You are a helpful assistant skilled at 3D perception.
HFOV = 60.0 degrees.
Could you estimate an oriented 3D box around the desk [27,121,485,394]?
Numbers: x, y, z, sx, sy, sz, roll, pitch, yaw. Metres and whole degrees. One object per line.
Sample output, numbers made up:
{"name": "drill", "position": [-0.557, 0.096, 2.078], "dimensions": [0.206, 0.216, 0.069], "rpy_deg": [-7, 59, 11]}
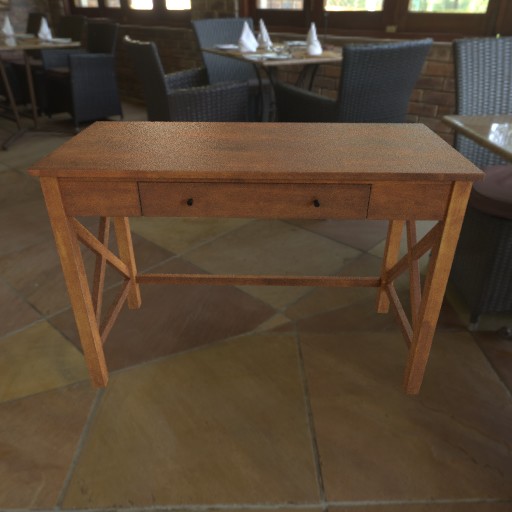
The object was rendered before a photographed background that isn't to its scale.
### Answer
{"name": "desk", "position": [0.000, 0.000, 1.485], "dimensions": [1.117, 0.762, 0.508], "rpy_deg": [1, 30, 1]}
